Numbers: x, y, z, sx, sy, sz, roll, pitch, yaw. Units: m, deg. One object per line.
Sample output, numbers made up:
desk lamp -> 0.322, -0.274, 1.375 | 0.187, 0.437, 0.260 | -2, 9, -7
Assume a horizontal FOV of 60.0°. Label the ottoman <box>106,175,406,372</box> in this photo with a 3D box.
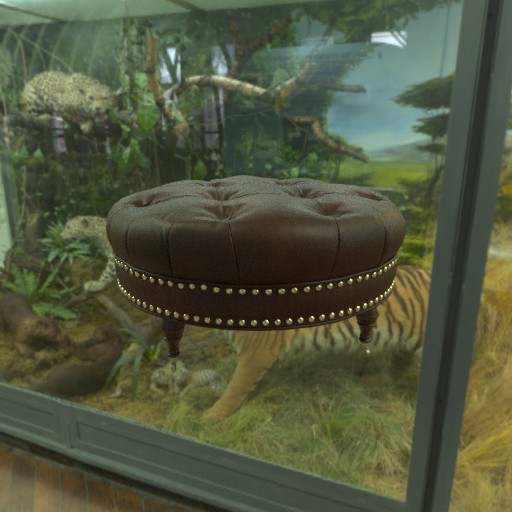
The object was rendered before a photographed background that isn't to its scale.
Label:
ottoman -> 0.000, 0.000, 1.404 | 0.901, 0.455, 0.901 | 0, 16, 0
